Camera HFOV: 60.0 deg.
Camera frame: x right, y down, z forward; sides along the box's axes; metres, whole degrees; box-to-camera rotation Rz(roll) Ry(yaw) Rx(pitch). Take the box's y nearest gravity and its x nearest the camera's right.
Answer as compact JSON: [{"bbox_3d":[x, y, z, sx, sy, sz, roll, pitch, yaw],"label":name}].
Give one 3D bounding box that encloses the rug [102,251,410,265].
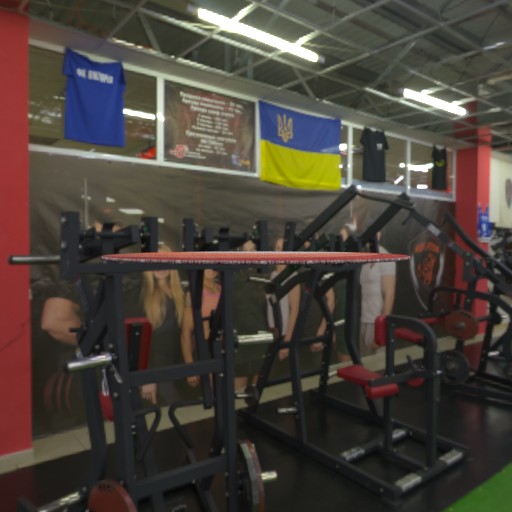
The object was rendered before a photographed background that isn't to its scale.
[{"bbox_3d":[0.000,0.000,2.301,1.514,0.015,1.514,0,2,0],"label":"rug"}]
